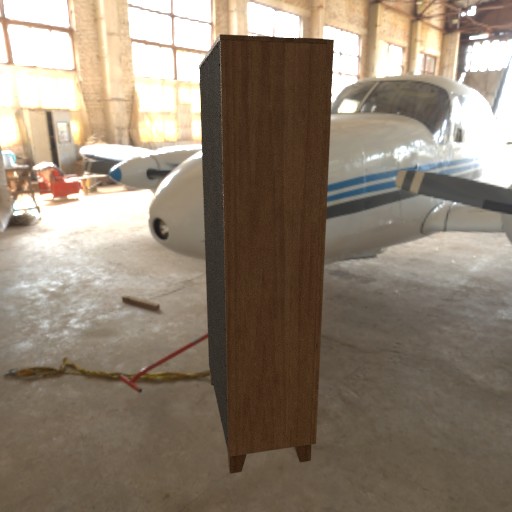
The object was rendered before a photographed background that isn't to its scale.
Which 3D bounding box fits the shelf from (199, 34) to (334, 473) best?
[{"bbox_3d":[0.000,0.000,2.310,0.453,1.930,0.864,-3,17,-12],"label":"shelf"}]
